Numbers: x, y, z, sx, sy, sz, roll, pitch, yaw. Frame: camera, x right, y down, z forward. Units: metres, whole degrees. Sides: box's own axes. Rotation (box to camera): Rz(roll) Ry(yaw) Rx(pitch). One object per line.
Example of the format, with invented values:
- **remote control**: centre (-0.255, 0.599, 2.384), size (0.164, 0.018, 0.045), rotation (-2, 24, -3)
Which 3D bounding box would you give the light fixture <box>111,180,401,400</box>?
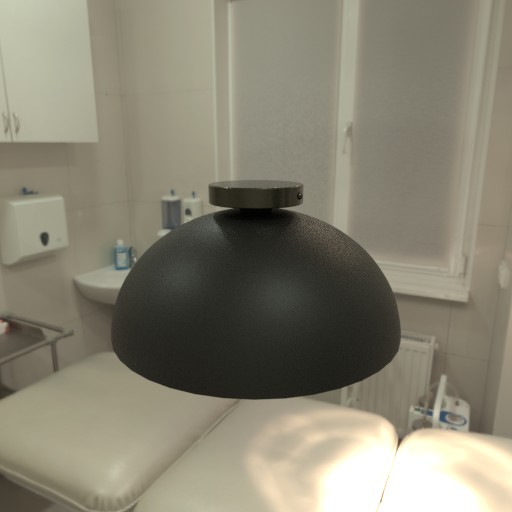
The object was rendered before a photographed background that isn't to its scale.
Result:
- **light fixture**: centre (0.000, 0.000, 0.549), size (0.355, 0.177, 0.355), rotation (0, 14, 0)
